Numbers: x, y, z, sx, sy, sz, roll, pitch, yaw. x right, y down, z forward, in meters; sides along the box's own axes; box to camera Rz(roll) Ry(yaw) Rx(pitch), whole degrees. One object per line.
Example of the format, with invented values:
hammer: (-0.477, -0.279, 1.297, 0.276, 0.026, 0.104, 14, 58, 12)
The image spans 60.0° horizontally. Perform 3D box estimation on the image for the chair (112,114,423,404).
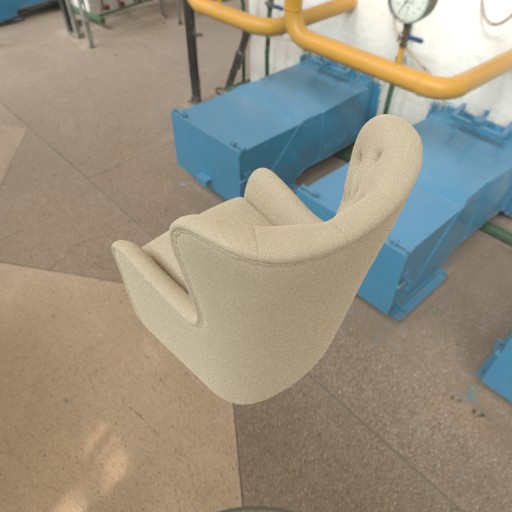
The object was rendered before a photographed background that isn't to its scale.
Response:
chair: (0.000, 0.000, 1.726, 0.831, 1.079, 0.929, -32, 53, -28)
